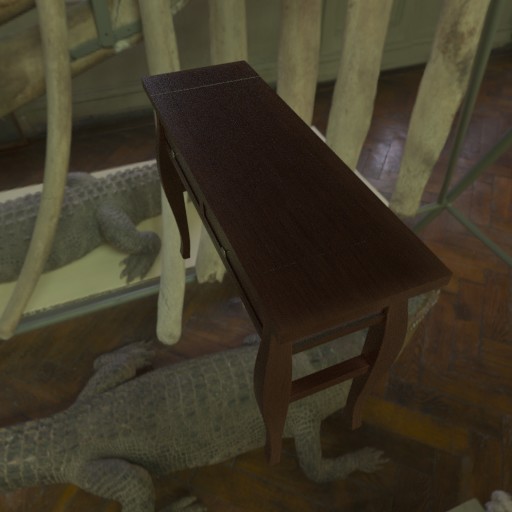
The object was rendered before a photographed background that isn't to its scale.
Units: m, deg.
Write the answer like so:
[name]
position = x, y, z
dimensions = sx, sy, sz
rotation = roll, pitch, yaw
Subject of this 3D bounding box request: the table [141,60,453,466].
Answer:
[table]
position = 0.000, 0.000, 1.395
dimensions = 0.373, 0.768, 1.062
rotation = -17, 48, -16
